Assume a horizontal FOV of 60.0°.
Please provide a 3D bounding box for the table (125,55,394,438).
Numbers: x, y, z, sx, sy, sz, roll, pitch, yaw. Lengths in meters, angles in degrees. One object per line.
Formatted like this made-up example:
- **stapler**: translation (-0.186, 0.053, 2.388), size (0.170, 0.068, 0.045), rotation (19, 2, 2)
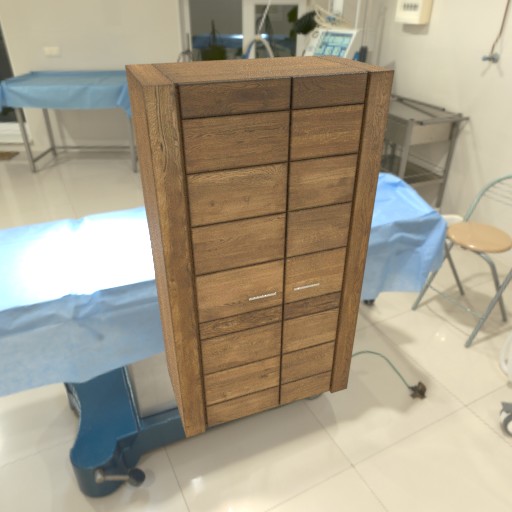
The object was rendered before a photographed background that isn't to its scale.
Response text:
- **table**: translation (0.000, 0.000, 2.534), size (1.100, 2.000, 0.600), rotation (-11, 33, -17)
